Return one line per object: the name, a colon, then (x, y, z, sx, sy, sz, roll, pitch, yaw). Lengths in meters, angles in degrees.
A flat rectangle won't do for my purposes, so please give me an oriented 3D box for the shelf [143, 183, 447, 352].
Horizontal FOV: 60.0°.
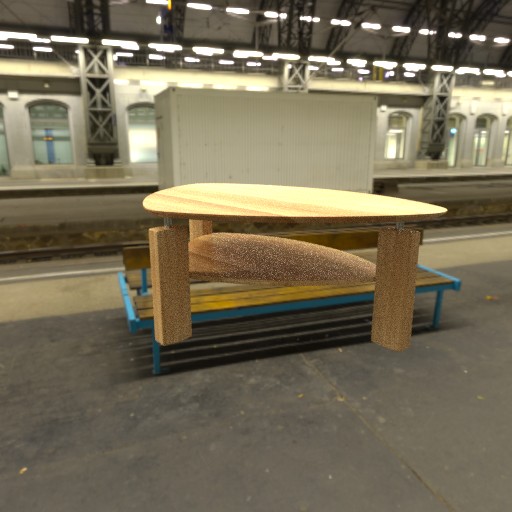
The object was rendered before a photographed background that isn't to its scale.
shelf: (0.000, 0.000, 1.674, 0.863, 0.439, 1.240, -13, 19, -41)
